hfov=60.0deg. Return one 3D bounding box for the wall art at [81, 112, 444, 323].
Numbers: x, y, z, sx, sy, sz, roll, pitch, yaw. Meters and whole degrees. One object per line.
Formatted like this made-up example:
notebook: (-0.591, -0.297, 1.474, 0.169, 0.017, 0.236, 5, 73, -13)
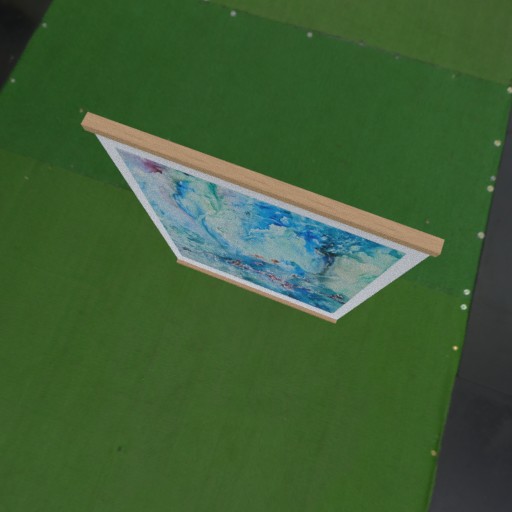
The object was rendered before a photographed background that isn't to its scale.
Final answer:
wall art: (0.000, 0.000, 0.633, 0.335, 0.510, 0.013, 21, 76, 5)
